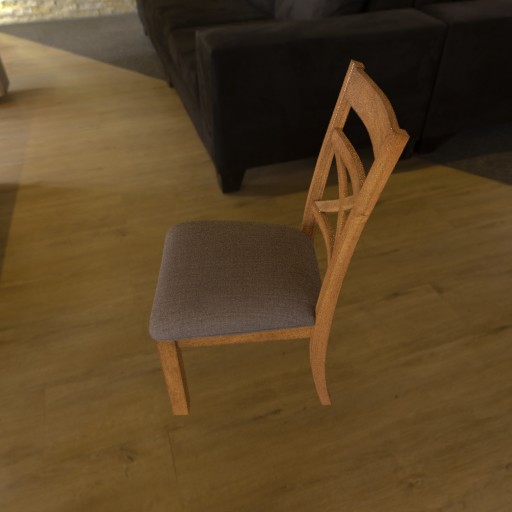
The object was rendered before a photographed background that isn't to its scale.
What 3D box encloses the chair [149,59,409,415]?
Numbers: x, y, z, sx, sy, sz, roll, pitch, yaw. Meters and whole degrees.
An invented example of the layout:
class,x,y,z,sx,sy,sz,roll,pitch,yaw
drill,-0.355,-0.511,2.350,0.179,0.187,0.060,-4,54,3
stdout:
class,x,y,z,sx,sy,sz,roll,pitch,yaw
chair,0.000,0.000,1.273,0.581,0.949,0.470,-1,41,-1
